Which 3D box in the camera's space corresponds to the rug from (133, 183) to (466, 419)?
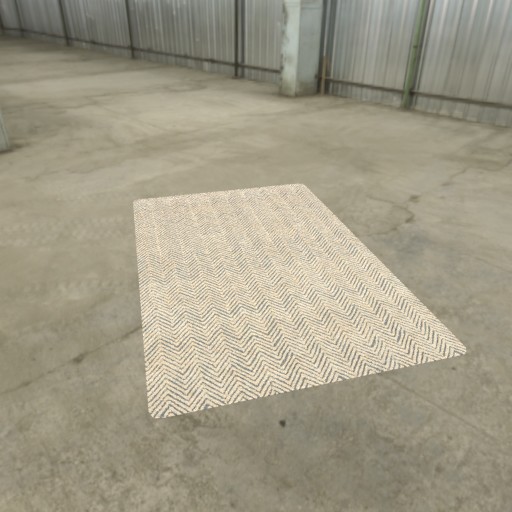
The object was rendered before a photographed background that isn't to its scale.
[{"bbox_3d":[0.000,0.000,2.210,1.144,0.008,1.752,-8,31,-13],"label":"rug"}]
